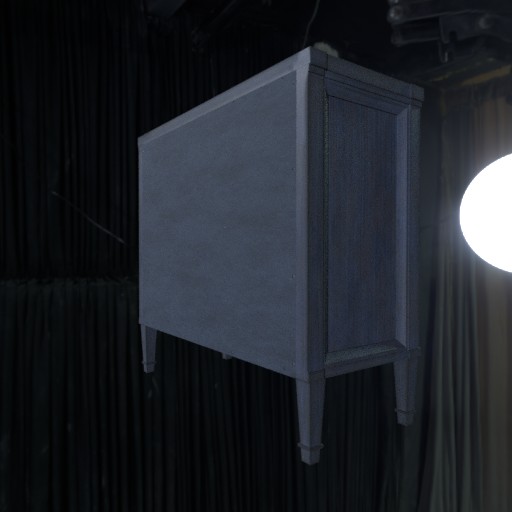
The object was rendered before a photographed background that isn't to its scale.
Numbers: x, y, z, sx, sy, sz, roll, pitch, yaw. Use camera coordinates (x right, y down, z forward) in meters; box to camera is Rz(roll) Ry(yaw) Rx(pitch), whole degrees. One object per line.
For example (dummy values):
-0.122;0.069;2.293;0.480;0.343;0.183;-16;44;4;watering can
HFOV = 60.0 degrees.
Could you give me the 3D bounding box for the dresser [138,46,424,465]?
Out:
0.000;0.000;1.589;0.463;0.986;1.049;-1;1;-36;dresser
